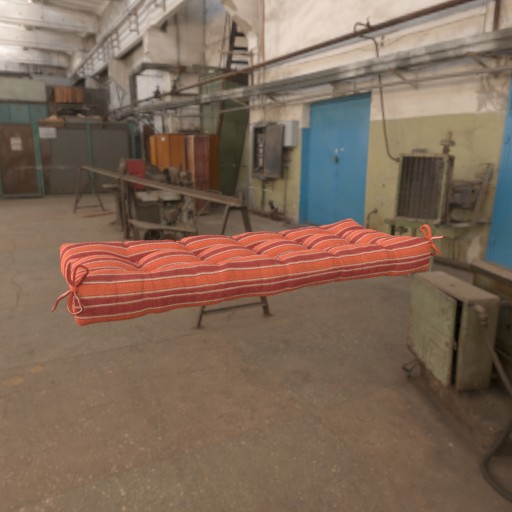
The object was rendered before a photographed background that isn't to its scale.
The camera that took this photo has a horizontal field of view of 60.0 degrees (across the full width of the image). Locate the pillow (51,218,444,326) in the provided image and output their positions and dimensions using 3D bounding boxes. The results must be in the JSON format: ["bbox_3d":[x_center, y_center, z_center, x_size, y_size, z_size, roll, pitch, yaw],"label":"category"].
[{"bbox_3d":[0.000,0.000,1.394,1.194,0.174,0.511,-7,16,-25],"label":"pillow"}]
